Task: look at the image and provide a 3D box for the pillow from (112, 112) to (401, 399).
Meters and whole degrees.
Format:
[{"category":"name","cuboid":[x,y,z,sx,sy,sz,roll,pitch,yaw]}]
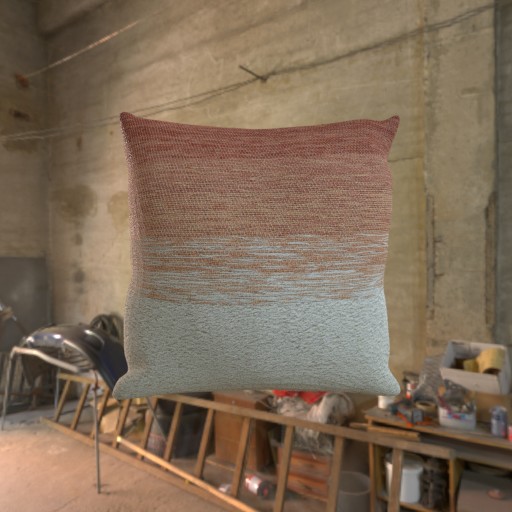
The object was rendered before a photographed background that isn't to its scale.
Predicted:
[{"category":"pillow","cuboid":[0.000,0.000,0.673,0.440,0.441,0.182,0,-1,0]}]
